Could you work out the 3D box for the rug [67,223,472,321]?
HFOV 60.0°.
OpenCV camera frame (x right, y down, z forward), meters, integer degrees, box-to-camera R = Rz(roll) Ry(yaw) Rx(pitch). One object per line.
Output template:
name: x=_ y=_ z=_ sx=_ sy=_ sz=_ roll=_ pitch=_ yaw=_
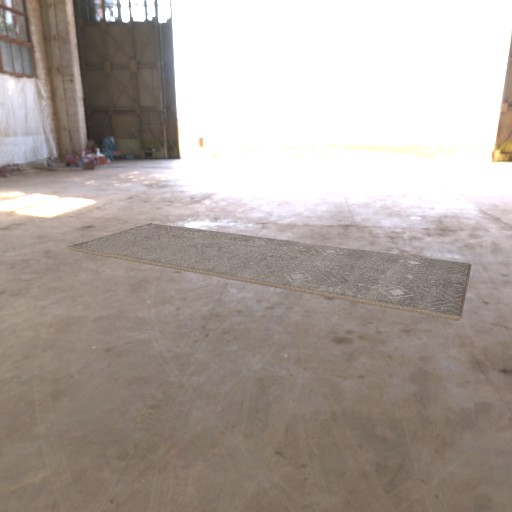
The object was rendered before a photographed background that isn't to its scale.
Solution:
rug: x=0.000 y=0.000 z=2.739 sx=2.381 sy=0.035 sz=0.832 roll=9 pitch=19 yaw=26
